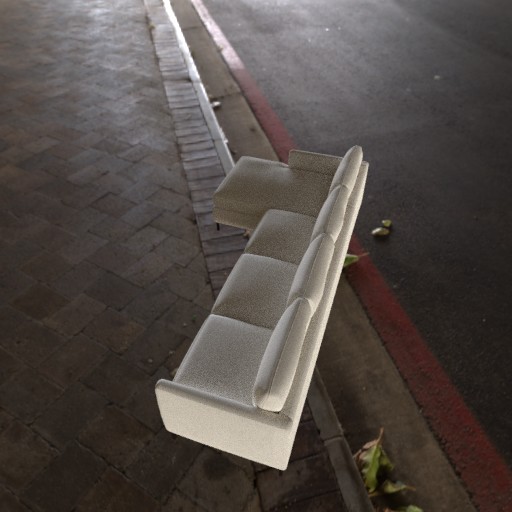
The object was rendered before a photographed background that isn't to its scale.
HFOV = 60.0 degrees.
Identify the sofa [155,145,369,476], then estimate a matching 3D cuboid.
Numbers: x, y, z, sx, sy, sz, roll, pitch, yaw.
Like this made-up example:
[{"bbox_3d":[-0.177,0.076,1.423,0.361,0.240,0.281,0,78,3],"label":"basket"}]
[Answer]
[{"bbox_3d":[0.000,0.000,3.885,1.467,0.875,3.186,13,43,14],"label":"sofa"}]
